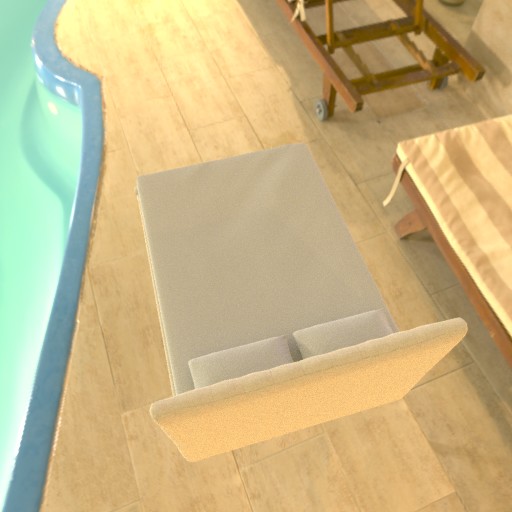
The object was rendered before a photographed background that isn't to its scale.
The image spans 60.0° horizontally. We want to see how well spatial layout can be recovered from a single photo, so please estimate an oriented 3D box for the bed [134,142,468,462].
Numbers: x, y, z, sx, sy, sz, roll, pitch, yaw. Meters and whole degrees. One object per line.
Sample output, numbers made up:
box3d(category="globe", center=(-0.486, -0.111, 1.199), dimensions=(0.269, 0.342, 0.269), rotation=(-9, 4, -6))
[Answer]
box3d(category="bed", center=(0.000, 0.000, 3.390), dimensions=(1.698, 1.427, 2.387), rotation=(-13, 59, -8))
